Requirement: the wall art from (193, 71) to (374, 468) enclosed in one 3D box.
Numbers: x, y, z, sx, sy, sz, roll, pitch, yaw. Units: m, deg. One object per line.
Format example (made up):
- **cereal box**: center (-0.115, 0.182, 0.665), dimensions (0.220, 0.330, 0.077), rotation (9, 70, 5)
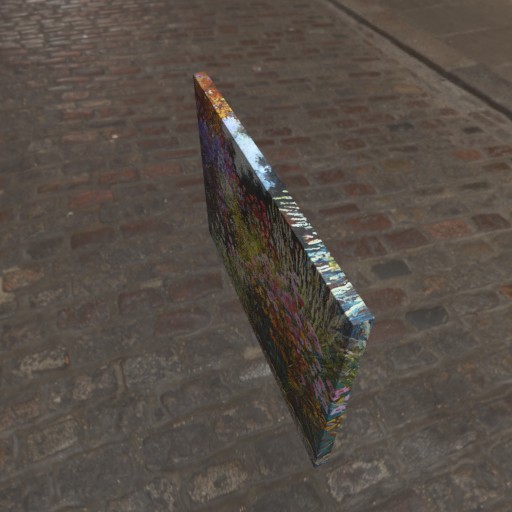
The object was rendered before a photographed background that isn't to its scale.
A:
- **wall art**: center (0.000, 0.000, 1.169), dimensions (0.037, 0.604, 0.908), rotation (-15, 48, -14)
